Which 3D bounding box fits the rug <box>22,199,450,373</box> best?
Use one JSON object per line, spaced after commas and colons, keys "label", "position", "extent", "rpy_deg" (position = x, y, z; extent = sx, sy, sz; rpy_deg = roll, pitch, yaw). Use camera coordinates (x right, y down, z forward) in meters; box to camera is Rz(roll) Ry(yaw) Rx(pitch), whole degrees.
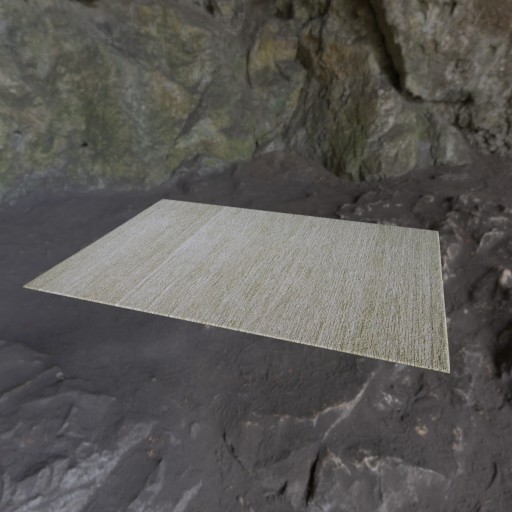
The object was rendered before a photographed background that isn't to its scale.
{"label": "rug", "position": [0.000, 0.000, 2.878], "extent": [2.270, 0.017, 1.606], "rpy_deg": [8, 27, 17]}
